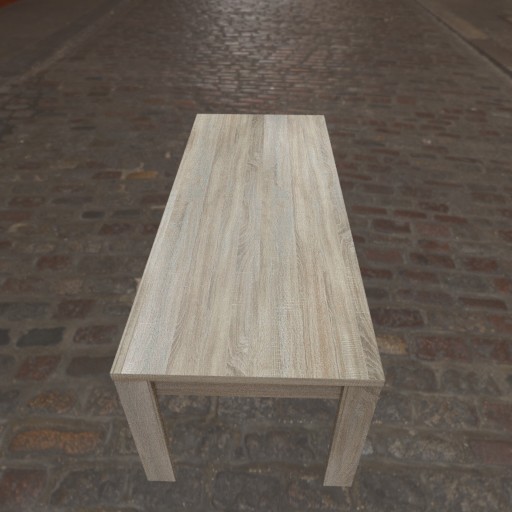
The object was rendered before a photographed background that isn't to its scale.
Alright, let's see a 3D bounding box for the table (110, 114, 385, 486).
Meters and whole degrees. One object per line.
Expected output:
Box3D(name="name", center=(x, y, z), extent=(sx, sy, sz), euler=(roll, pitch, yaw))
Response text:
Box3D(name="table", center=(0.000, 0.000, 2.547), extent=(0.900, 0.790, 2.200), euler=(1, 39, 1))
